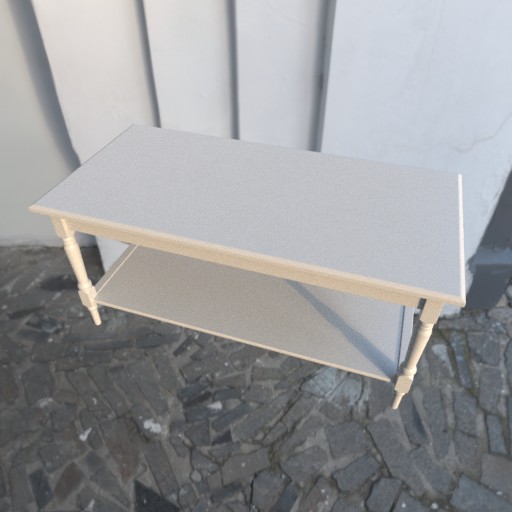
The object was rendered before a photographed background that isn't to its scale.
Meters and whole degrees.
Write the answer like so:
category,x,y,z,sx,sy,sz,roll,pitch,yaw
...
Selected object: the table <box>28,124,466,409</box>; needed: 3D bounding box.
category,x,y,z,sx,sy,sz,roll,pitch,yaw
table,0.000,0.000,1.419,1.109,0.506,0.551,12,42,14
